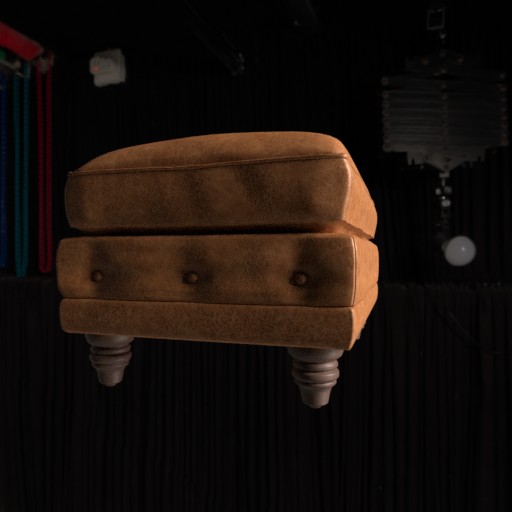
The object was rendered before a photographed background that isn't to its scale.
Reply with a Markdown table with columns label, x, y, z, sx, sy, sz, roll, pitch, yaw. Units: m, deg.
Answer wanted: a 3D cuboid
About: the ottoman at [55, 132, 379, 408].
| label | x | y | z | sx | sy | sz | roll | pitch | yaw |
| --- | --- | --- | --- | --- | --- | --- | --- | --- | --- |
| ottoman | 0.000 | 0.000 | 1.044 | 0.533 | 0.480 | 0.710 | 0 | 0 | 18 |
